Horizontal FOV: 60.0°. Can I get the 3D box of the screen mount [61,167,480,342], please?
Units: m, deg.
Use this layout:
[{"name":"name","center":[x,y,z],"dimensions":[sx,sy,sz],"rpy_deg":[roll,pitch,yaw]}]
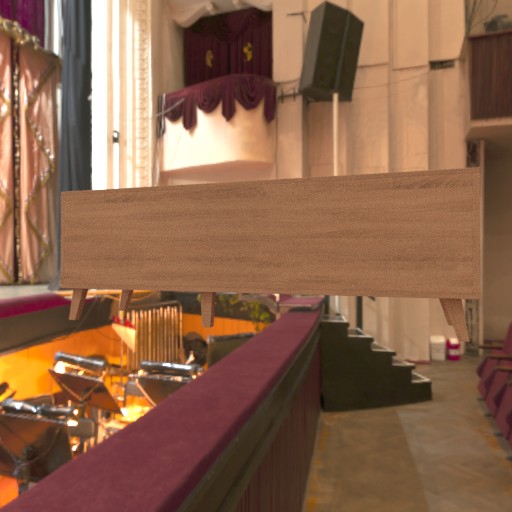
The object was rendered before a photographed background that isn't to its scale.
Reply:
[{"name":"screen mount","center":[0.000,0.000,1.708],"dimensions":[1.500,0.510,0.400],"rpy_deg":[0,0,19]}]
